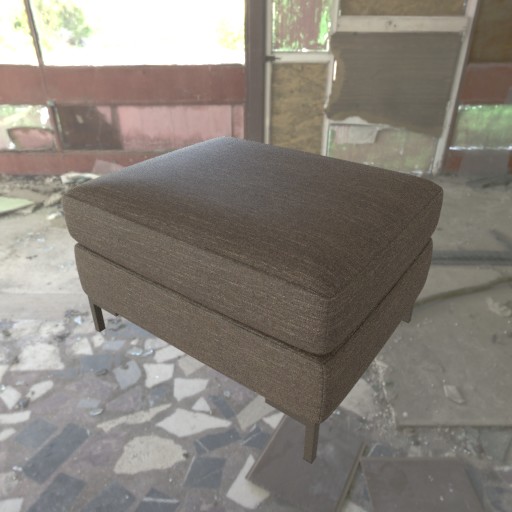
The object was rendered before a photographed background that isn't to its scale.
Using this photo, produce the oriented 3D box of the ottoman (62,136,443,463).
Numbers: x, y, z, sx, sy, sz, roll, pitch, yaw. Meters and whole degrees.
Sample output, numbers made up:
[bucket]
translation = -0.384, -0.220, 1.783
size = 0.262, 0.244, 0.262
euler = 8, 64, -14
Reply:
[ottoman]
translation = 0.000, 0.000, 1.255
size = 0.820, 0.490, 0.671
euler = 20, 36, 31
